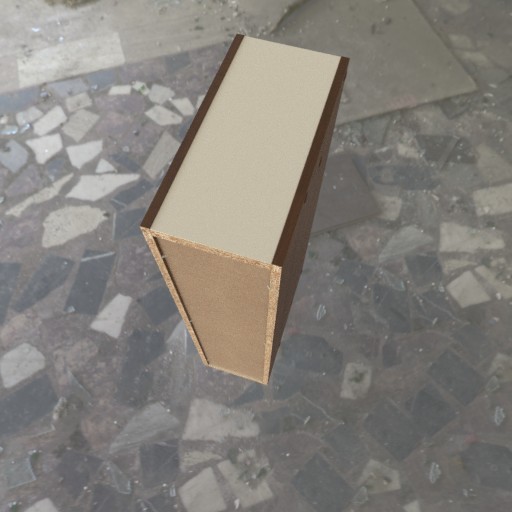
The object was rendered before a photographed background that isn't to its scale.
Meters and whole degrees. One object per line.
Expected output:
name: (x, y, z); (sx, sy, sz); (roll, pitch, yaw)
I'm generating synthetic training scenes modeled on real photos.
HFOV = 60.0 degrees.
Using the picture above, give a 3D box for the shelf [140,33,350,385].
shelf: (0.000, 0.000, 0.748); (0.147, 0.600, 0.290); (16, 65, 8)
